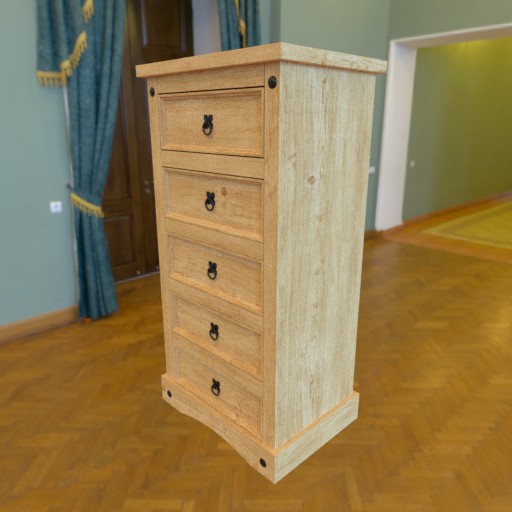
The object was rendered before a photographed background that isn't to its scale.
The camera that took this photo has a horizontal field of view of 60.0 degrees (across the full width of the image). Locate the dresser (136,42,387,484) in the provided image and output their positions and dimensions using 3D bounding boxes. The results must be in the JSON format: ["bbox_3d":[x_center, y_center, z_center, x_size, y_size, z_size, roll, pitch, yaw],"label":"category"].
[{"bbox_3d":[0.000,0.000,1.299,0.390,1.041,0.531,-16,23,-42],"label":"dresser"}]
